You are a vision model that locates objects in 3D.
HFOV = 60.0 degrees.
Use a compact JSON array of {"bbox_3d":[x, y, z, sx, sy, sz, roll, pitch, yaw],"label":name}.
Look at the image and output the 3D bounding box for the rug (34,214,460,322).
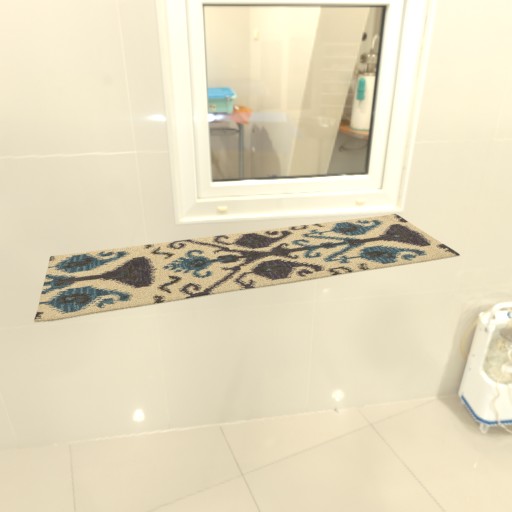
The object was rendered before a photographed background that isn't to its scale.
[{"bbox_3d":[0.000,0.000,2.585,2.301,0.017,0.692,-8,28,-15],"label":"rug"}]
